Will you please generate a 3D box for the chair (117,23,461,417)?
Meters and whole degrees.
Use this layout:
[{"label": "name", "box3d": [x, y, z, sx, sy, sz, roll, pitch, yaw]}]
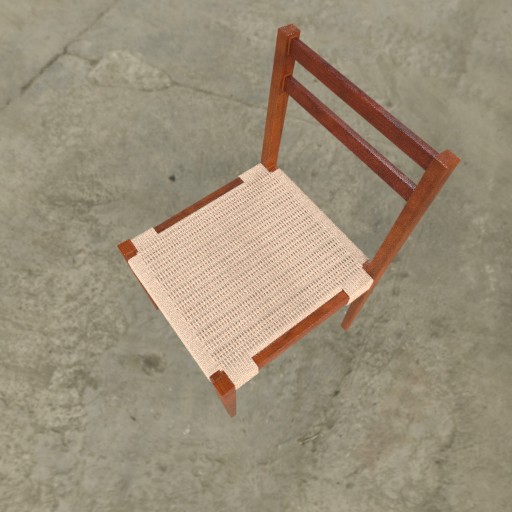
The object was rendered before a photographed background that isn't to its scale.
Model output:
[{"label": "chair", "box3d": [0.000, 0.000, 1.191, 0.569, 0.851, 0.495, -34, 67, -16]}]
